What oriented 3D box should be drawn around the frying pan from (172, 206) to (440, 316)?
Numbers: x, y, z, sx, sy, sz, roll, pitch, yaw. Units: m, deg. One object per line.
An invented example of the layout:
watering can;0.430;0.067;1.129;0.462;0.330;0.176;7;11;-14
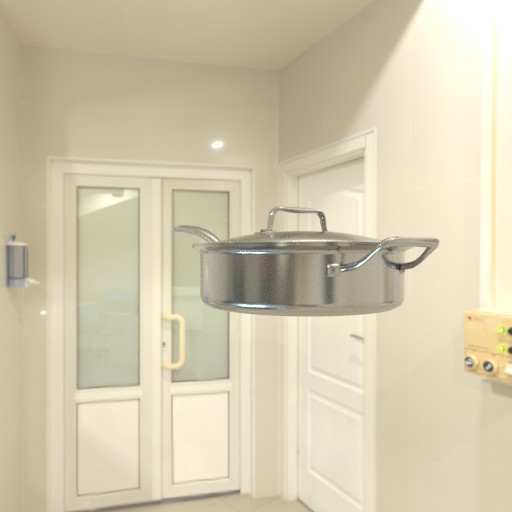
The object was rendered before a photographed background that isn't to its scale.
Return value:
frying pan;0.000;0.000;0.581;0.245;0.111;0.492;0;0;-35
